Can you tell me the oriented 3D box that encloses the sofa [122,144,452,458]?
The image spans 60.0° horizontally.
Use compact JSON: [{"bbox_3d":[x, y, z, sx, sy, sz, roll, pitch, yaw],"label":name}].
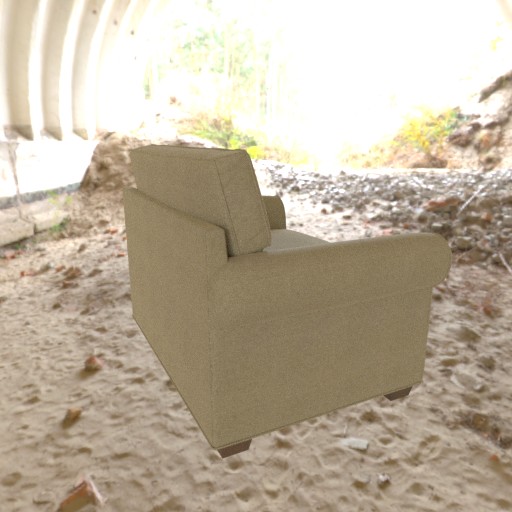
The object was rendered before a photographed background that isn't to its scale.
[{"bbox_3d":[0.000,0.000,2.041,0.936,0.991,1.405,-7,17,-26],"label":"sofa"}]
